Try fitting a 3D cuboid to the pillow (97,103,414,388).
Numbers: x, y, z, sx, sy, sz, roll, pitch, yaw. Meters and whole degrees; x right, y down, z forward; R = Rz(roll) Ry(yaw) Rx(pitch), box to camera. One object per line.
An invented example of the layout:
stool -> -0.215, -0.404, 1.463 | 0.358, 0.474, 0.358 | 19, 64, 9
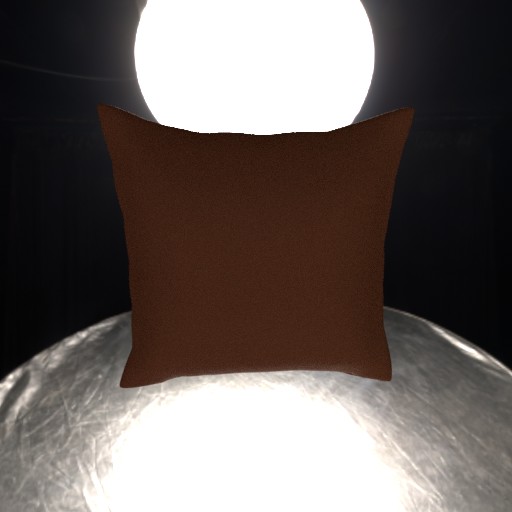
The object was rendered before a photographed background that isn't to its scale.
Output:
pillow -> 0.000, 0.000, 0.684 | 0.453, 0.430, 0.200 | 0, -2, -1
